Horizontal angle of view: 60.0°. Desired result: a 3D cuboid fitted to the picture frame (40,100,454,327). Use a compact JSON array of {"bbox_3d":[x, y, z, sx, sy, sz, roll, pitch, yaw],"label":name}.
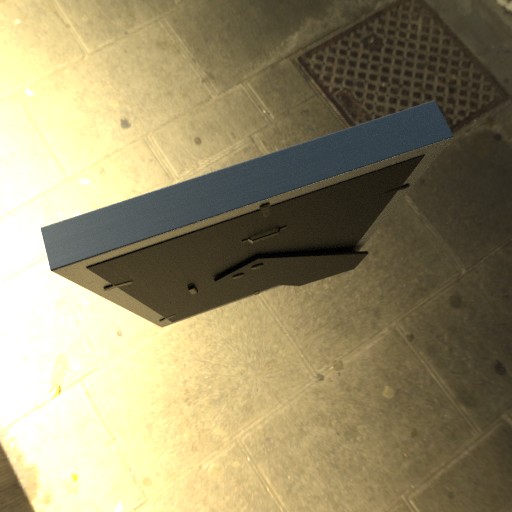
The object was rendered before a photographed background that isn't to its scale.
[{"bbox_3d":[0.000,0.000,0.378,0.233,0.282,0.036,-19,76,-5],"label":"picture frame"}]
